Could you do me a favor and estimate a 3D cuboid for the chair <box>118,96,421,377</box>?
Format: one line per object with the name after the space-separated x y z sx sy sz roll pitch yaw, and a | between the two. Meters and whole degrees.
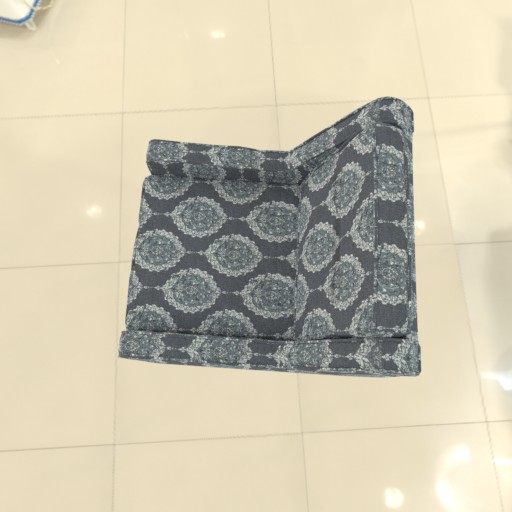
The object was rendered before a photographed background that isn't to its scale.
0.000 0.000 1.334 0.743 0.792 0.663 4 75 1 | chair
